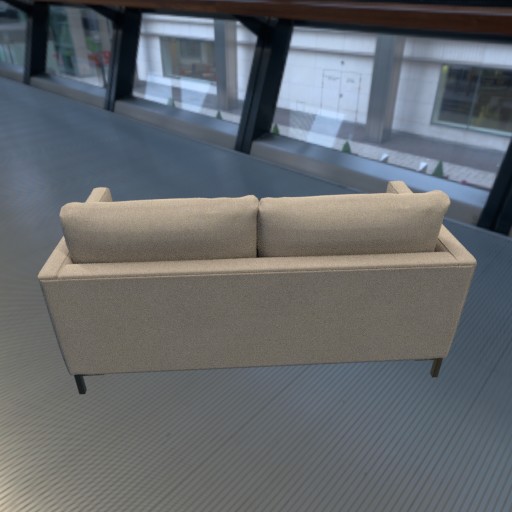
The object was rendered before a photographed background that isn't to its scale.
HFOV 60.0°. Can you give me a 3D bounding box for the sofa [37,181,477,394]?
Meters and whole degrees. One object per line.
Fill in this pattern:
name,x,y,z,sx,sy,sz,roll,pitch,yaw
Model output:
sofa,0.000,0.000,2.122,1.682,0.840,0.875,-2,31,-3
